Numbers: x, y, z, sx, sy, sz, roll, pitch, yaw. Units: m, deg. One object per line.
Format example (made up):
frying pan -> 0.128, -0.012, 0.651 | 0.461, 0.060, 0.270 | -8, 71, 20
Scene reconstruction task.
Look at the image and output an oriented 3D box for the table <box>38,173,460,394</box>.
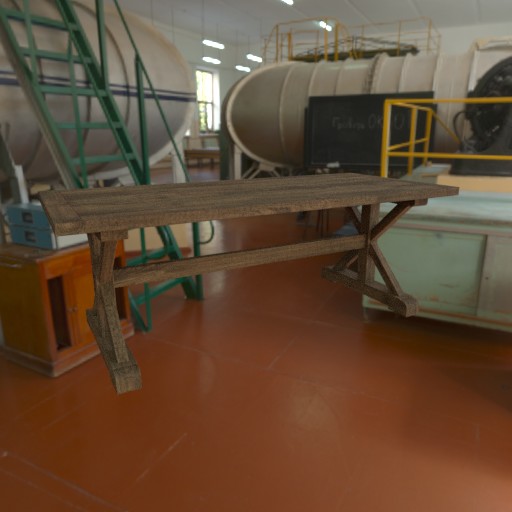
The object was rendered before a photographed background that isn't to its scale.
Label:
table -> 0.000, 0.000, 2.435 | 2.031, 0.733, 0.907 | -9, 18, -27
